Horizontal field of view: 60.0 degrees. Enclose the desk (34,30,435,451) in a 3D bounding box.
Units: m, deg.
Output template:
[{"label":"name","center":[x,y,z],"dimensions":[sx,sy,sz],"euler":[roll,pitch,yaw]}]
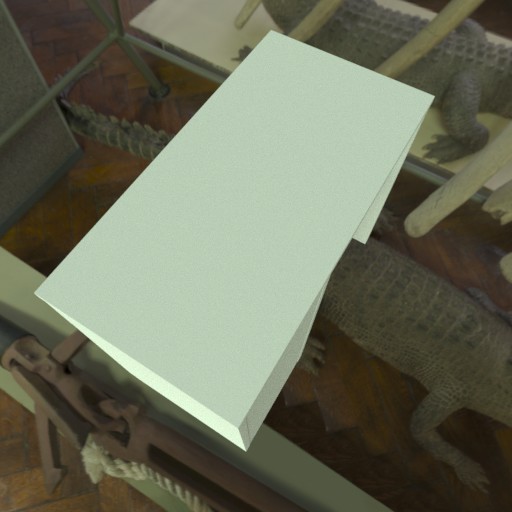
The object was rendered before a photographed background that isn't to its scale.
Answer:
[{"label":"desk","center":[0.000,0.000,1.300],"dimensions":[0.482,0.730,0.898],"euler":[29,67,14]}]
